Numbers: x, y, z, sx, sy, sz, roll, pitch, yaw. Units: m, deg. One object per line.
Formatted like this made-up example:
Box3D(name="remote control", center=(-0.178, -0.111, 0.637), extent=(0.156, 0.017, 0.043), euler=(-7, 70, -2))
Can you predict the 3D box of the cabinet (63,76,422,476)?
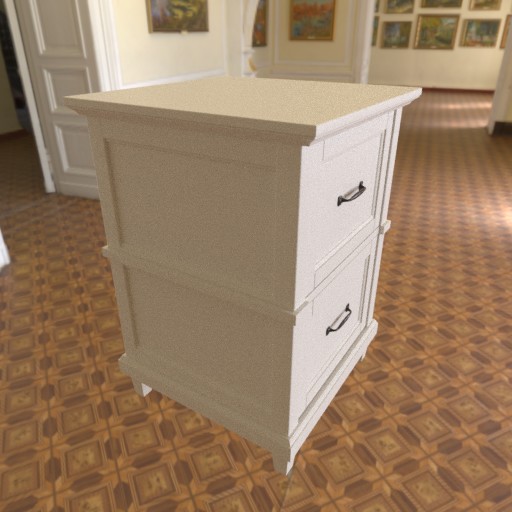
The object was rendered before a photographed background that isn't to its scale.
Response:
Box3D(name="cabinet", center=(0.000, 0.000, 1.108), extent=(0.547, 0.775, 0.544), euler=(16, 31, 29))
